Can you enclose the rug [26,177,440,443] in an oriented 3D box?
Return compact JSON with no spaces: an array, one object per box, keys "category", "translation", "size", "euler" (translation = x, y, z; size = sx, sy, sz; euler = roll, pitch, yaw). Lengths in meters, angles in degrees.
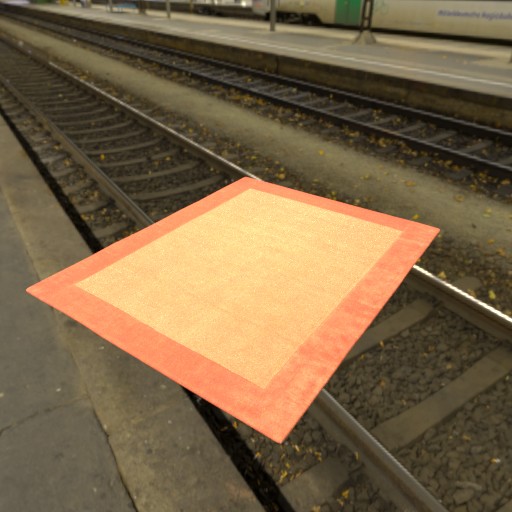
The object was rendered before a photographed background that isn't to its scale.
[{"category":"rug","translation":[0.000,0.000,3.981],"size":[2.430,0.018,2.976],"euler":[20,37,29]}]
